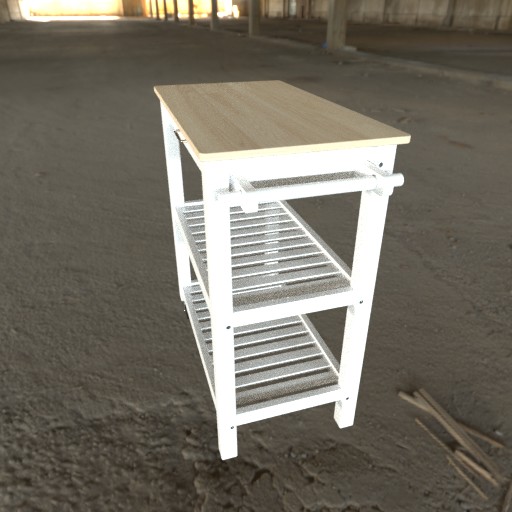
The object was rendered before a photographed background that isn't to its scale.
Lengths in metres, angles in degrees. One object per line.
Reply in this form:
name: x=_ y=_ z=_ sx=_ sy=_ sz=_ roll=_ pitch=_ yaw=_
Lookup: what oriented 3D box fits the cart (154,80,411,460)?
cart: x=0.000 y=0.000 z=1.429 sx=0.457 sy=0.927 sz=0.899 roll=-9 pitch=31 yaw=-15
